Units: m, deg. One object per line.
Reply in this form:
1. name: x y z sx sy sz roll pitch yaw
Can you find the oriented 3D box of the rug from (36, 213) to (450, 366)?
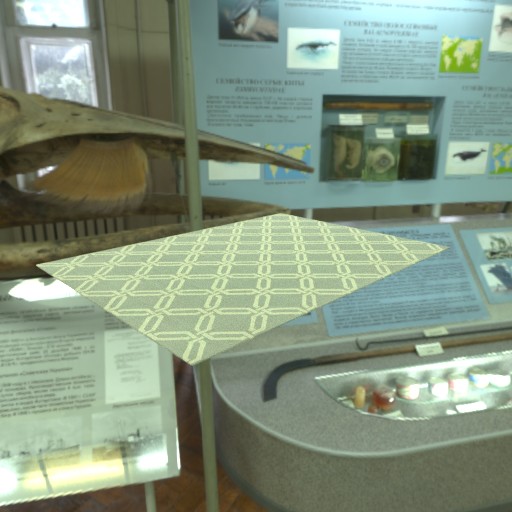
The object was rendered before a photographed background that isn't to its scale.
1. rug: 0.000 0.000 4.414 3.353 0.013 2.438 -16 24 -42
